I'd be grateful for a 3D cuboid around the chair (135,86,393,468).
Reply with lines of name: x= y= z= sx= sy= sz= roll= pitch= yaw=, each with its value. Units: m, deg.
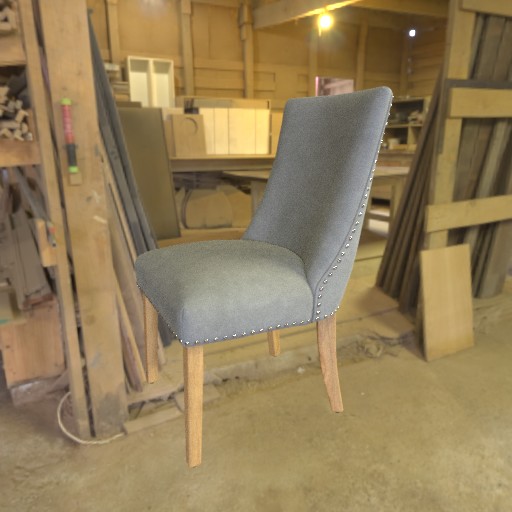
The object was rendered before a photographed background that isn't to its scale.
chair: x=0.000 y=0.000 z=1.276 sx=0.610 sy=0.902 sz=0.495 roll=-8 pitch=17 yaw=-25
